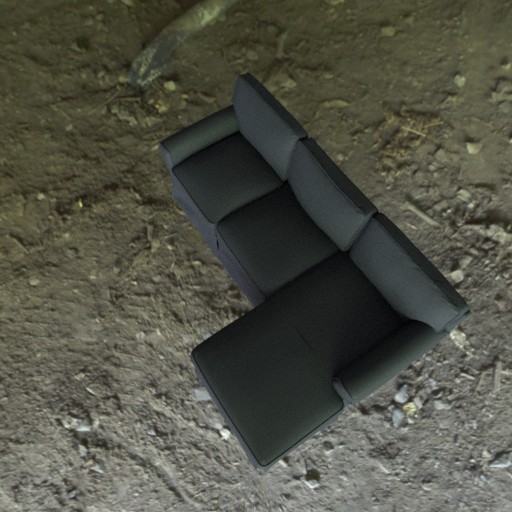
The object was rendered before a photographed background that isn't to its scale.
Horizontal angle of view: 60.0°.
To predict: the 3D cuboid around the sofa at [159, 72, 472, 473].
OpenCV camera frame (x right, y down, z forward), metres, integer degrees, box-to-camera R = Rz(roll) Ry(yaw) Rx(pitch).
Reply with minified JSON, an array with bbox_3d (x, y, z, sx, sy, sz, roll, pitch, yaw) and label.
[{"bbox_3d":[0.000,0.000,3.313,1.637,1.039,2.518,-32,68,-14],"label":"sofa"}]
